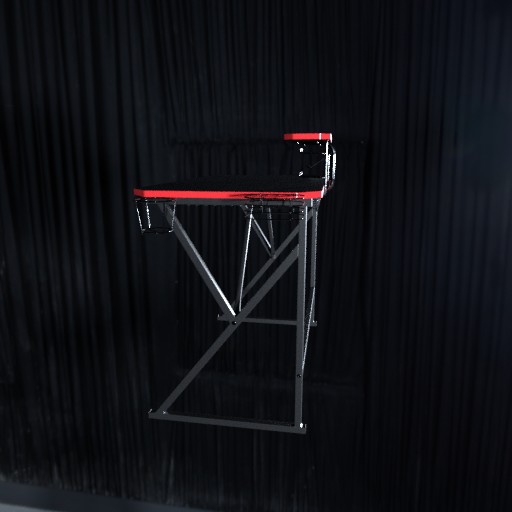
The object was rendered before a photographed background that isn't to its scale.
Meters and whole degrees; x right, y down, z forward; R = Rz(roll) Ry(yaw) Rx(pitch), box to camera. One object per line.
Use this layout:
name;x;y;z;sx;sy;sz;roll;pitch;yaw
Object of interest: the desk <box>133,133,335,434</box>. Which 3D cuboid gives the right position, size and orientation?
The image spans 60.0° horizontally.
desk;0.000;0.000;1.759;0.588;0.913;1.280;2;13;9
